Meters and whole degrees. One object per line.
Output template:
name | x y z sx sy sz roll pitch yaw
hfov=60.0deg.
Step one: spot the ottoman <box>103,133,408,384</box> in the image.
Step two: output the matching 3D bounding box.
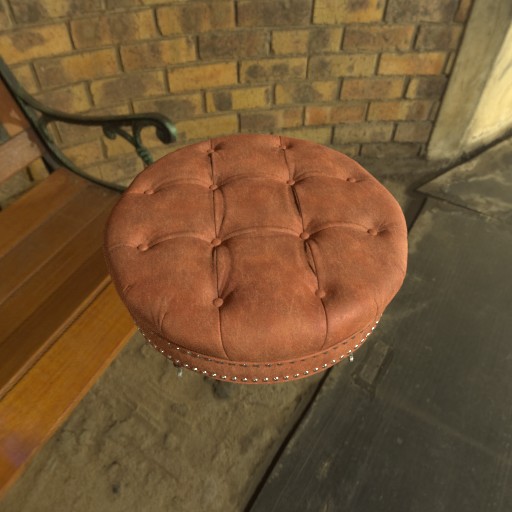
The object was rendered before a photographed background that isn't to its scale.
ottoman | 0.000 0.000 1.417 0.901 0.444 0.901 0 45 0
